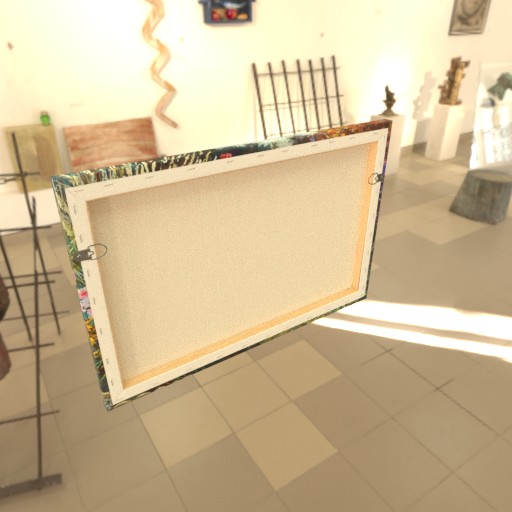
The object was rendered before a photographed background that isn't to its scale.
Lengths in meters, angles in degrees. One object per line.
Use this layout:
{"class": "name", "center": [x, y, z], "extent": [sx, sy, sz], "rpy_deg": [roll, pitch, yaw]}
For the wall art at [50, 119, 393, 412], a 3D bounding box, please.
{"class": "wall art", "center": [0.000, 0.000, 1.489], "extent": [1.136, 0.760, 0.042], "rpy_deg": [-18, 34, -29]}
